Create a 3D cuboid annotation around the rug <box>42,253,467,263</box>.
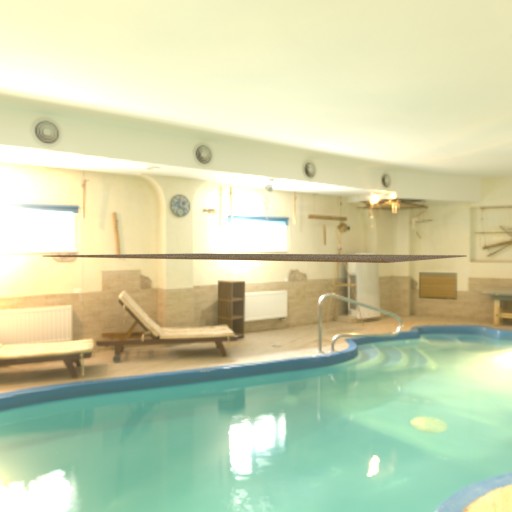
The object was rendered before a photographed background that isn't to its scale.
[{"bbox_3d":[0.000,0.000,2.865,2.235,0.008,1.600,1,1,35],"label":"rug"}]
